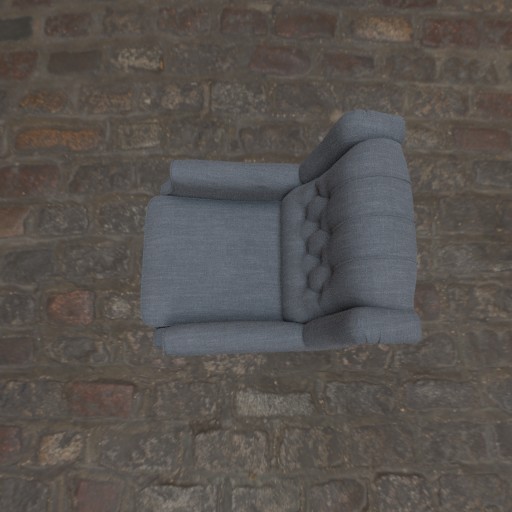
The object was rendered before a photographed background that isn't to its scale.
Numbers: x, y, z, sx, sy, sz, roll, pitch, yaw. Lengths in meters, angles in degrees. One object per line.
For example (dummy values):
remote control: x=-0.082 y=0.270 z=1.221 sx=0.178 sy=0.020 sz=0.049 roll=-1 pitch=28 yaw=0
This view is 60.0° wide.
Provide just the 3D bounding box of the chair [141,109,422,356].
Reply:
chair: x=0.000 y=0.000 z=1.680 sx=0.898 sy=1.035 sz=0.742 roll=0 pitch=77 yaw=0
